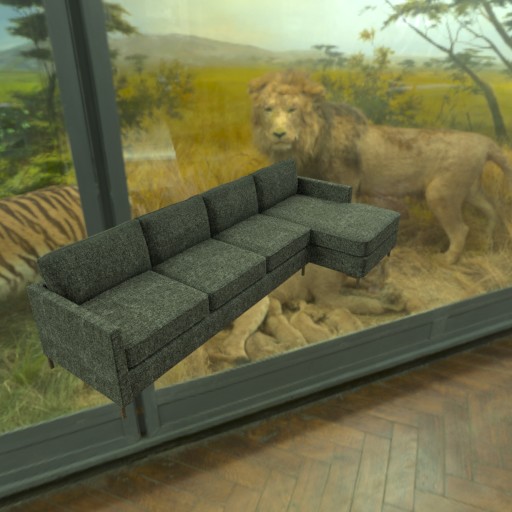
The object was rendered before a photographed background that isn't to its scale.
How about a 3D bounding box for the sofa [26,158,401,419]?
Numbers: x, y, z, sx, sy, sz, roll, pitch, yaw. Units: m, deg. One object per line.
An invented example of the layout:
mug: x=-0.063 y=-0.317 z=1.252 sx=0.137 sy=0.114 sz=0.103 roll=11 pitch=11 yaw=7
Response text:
sofa: x=0.000 y=0.000 z=3.997 sx=1.488 sy=0.970 sz=3.384 roll=18 pitch=32 yaw=31
